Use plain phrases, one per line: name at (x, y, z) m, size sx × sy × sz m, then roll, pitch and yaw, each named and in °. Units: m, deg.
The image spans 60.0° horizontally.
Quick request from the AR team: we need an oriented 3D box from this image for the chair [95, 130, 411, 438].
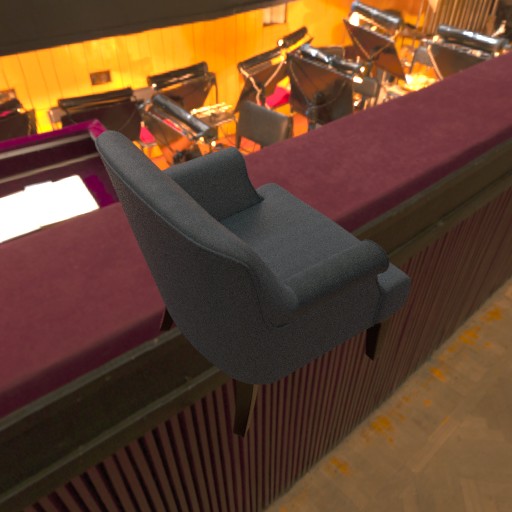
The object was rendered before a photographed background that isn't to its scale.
chair at (0.000, 0.000, 1.450) m, size 0.754 × 0.878 × 0.770 m, roll -26°, pitch 47°, yaw -26°
